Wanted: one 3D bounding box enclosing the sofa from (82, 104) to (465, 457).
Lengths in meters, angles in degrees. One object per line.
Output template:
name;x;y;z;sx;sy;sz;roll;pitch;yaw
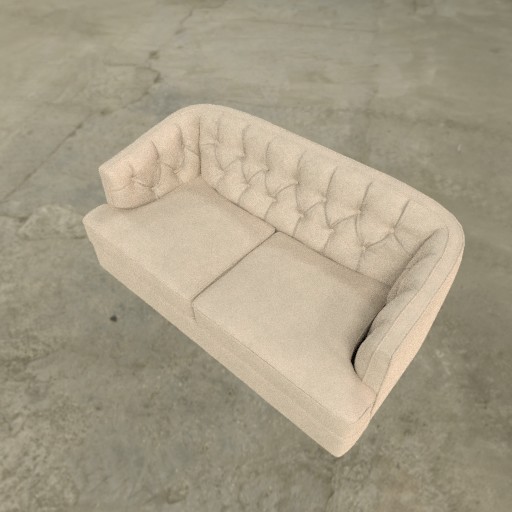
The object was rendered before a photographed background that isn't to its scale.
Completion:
sofa;0.000;0.000;2.245;1.731;0.878;0.940;32;54;27
